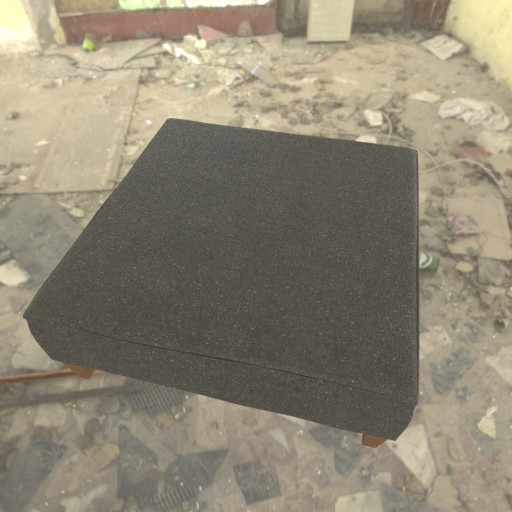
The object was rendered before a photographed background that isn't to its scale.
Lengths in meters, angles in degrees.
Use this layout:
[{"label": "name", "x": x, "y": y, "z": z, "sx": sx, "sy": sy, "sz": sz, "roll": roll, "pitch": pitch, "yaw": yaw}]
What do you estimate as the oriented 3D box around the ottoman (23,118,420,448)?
[{"label": "ottoman", "x": 0.000, "y": 0.000, "z": 1.471, "sx": 0.968, "sy": 0.382, "sz": 1.004, "roll": 10, "pitch": 47, "yaw": 9}]
